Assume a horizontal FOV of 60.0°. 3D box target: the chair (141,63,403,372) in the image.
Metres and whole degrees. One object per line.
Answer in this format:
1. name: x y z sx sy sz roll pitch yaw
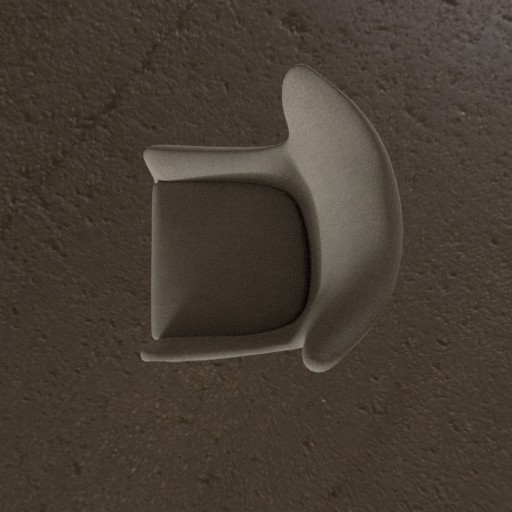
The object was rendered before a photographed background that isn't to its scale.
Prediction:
1. chair: 0.000 0.000 1.441 0.677 0.948 0.732 -3 76 -1
